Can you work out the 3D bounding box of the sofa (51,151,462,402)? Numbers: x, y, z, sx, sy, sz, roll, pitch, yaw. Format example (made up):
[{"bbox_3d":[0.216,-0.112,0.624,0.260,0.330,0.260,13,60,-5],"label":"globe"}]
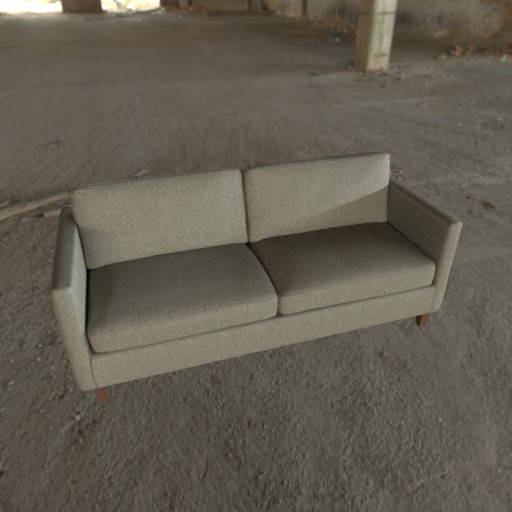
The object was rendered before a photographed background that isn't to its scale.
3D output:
[{"bbox_3d":[0.000,0.000,2.723,2.208,0.960,0.956,-10,33,-15],"label":"sofa"}]
